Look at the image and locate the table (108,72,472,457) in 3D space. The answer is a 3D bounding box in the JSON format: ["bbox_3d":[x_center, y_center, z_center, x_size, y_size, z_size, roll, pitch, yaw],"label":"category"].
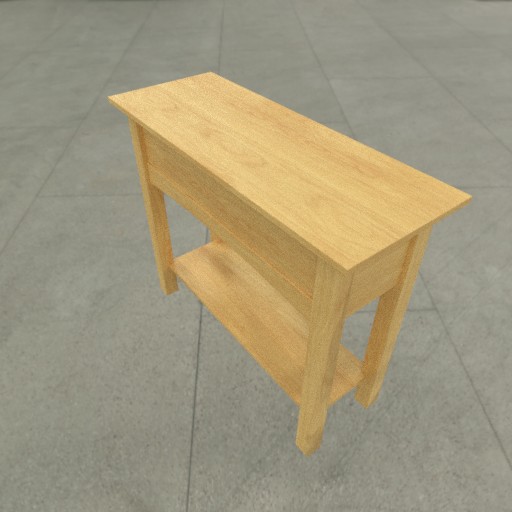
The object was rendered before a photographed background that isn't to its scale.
[{"bbox_3d":[0.000,0.000,1.265,0.340,0.728,0.900,-27,47,-28],"label":"table"}]
